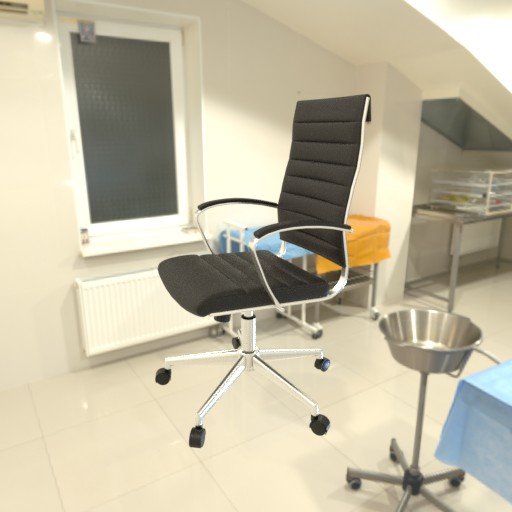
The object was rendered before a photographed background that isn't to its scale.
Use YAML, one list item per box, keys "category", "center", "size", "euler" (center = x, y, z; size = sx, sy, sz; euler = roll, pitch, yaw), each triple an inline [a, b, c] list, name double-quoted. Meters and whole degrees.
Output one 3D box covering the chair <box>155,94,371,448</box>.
- category: "chair"
  center: [0.000, 0.000, 1.681]
  size: [0.739, 1.149, 0.766]
  euler: [-8, 18, -25]
